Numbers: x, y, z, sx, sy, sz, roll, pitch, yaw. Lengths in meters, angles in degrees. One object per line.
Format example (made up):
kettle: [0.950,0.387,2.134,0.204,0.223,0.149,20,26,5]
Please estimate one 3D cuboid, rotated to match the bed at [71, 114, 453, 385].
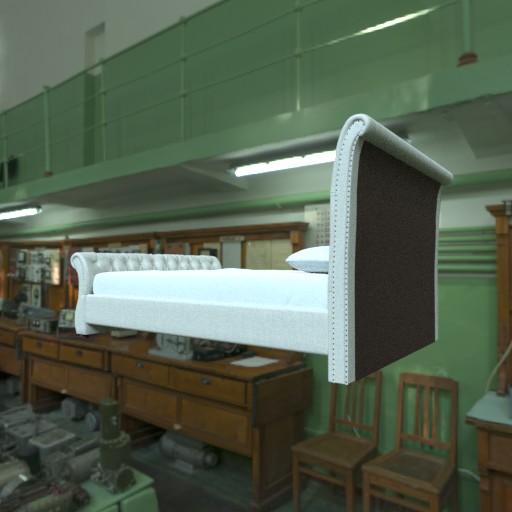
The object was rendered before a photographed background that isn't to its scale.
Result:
bed: [0.000,0.000,3.397,2.493,1.268,1.606,-1,-2,37]
